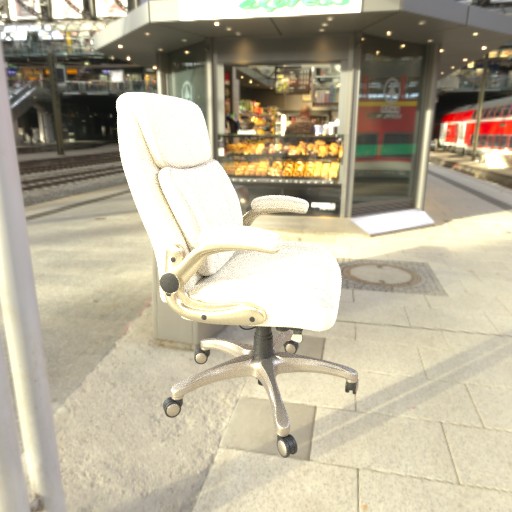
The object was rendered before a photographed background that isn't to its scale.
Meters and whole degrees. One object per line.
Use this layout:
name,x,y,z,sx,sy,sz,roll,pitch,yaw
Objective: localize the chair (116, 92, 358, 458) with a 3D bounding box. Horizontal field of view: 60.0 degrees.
chair,0.000,0.000,1.605,0.794,1.110,0.740,3,16,10
